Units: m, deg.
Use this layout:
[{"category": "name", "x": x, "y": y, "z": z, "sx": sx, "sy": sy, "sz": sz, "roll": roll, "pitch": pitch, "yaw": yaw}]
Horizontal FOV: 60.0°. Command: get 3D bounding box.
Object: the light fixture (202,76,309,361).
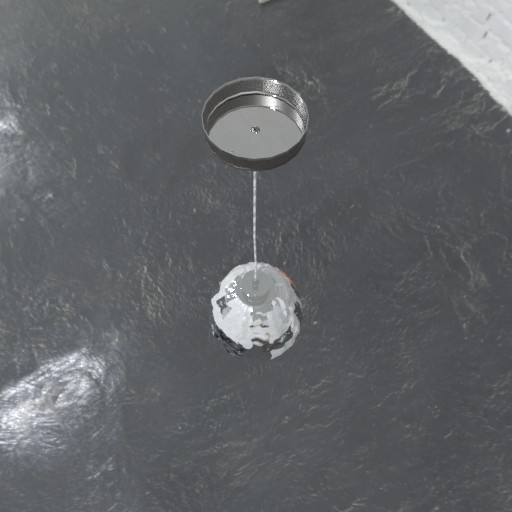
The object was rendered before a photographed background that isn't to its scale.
[{"category": "light fixture", "x": 0.000, "y": 0.000, "z": 1.721, "sx": 0.500, "sy": 1.511, "sz": 0.496, "roll": 35, "pitch": 69, "yaw": 15}]
